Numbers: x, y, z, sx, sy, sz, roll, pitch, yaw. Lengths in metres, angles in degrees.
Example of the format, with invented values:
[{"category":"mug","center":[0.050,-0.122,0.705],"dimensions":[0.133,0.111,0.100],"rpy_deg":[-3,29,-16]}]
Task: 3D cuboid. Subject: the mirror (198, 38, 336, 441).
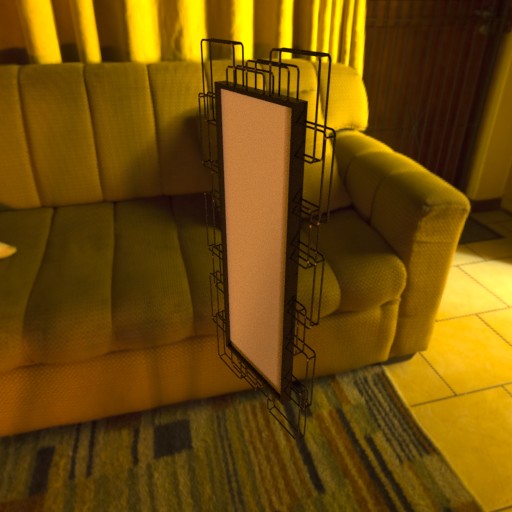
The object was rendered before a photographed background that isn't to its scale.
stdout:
[{"category":"mirror","center":[0.000,0.000,1.381],"dimensions":[0.037,1.192,0.565],"rpy_deg":[-20,36,-30]}]
